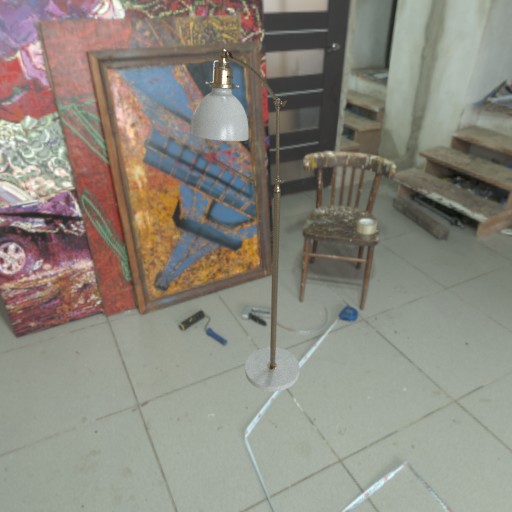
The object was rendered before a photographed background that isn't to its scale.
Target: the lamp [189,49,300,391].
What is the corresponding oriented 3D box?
[{"bbox_3d":[0.000,0.000,1.823,0.288,1.586,0.599,19,36,28],"label":"lamp"}]
